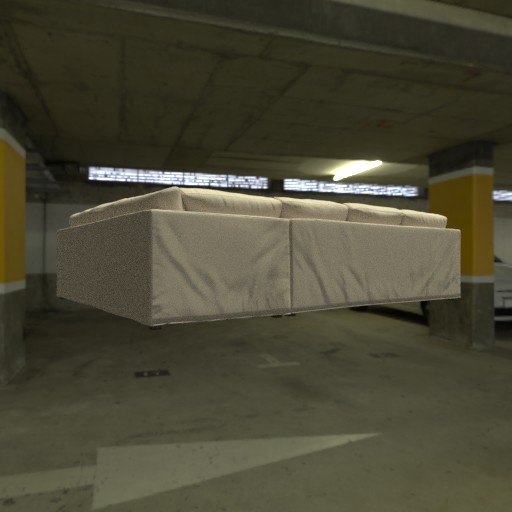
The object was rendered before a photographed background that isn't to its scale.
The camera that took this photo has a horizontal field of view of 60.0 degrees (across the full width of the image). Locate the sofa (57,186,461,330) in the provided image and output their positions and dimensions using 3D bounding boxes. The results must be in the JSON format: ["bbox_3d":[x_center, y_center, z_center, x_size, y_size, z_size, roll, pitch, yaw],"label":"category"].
[{"bbox_3d":[0.000,0.000,4.365,3.182,0.871,2.432,0,0,-36],"label":"sofa"}]
